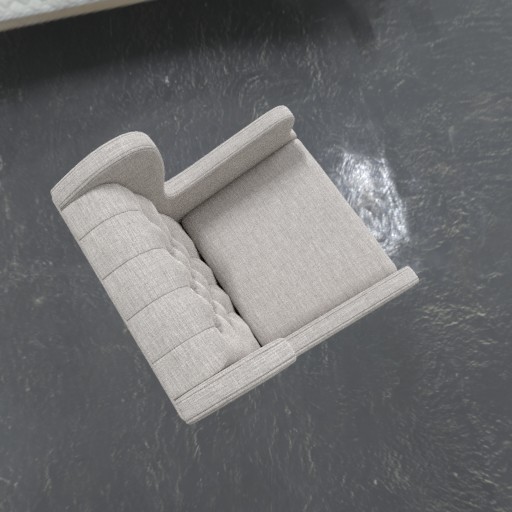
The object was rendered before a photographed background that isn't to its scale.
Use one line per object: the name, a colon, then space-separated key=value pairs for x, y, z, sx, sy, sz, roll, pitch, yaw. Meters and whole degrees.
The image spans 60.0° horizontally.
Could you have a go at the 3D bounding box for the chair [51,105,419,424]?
chair: x=0.000 y=0.000 z=1.429 sx=0.760 sy=0.930 sz=0.710 roll=-33 pitch=78 yaw=-8
